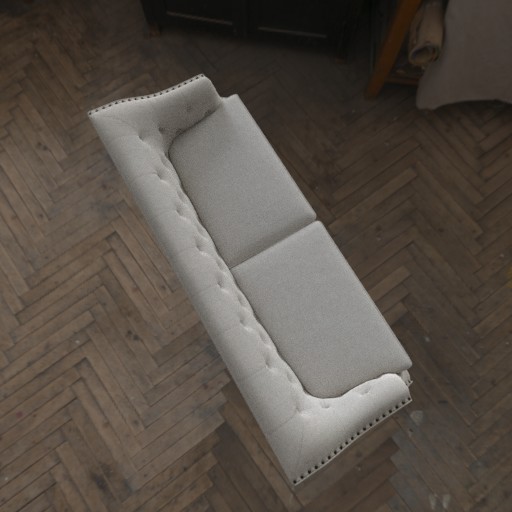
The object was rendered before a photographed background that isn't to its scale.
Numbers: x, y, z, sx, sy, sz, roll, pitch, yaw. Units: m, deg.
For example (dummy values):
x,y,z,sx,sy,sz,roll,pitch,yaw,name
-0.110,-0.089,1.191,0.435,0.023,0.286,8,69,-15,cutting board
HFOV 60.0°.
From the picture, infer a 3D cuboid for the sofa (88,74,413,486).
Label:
x,y,z,sx,sy,sz,roll,pitch,yaw,name
0.000,0.000,2.701,0.914,0.901,2.235,-30,78,-7,sofa
